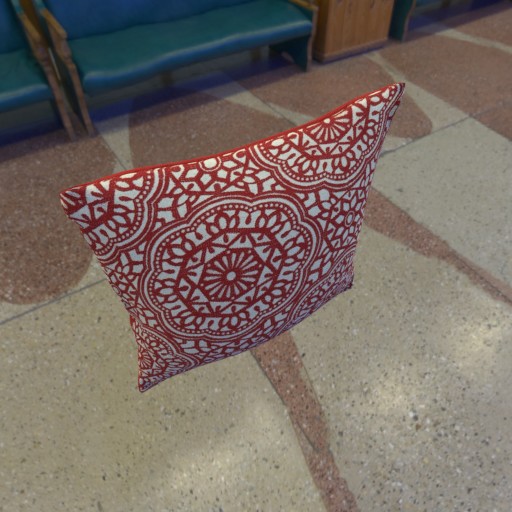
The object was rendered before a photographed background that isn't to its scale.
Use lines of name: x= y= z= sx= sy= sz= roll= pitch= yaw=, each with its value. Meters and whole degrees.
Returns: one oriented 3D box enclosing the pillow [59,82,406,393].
pillow: x=0.000 y=0.000 z=0.644 sx=0.438 sy=0.419 sz=0.162 roll=-23 pitch=52 yaw=-20
